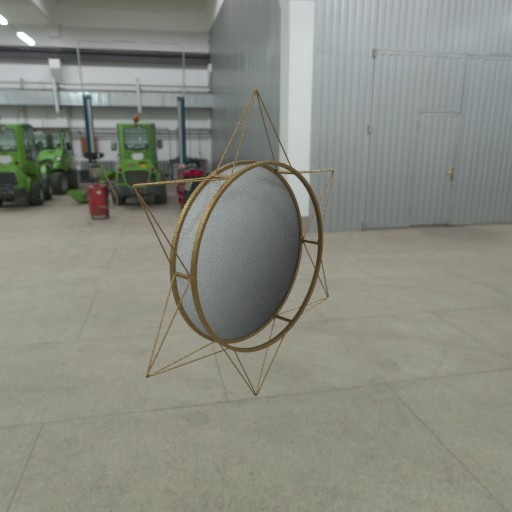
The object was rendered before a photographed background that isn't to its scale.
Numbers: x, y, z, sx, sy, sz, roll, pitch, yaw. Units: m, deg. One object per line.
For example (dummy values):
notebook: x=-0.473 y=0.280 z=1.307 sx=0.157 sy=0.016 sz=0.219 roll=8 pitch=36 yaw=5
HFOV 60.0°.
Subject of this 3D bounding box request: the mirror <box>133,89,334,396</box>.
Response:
mirror: x=0.000 y=0.000 z=0.820 sx=0.062 sy=0.581 sz=0.498 roll=13 pitch=19 yaw=41
